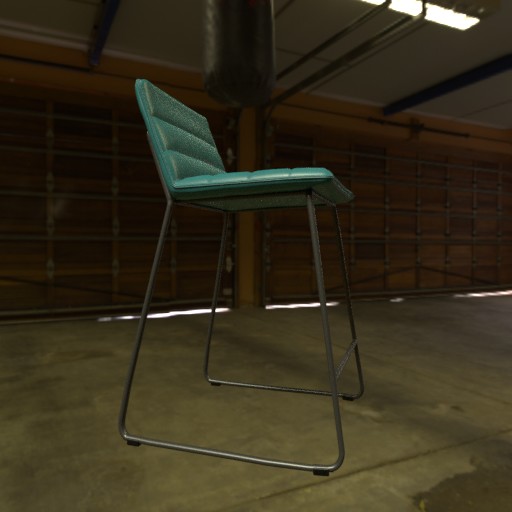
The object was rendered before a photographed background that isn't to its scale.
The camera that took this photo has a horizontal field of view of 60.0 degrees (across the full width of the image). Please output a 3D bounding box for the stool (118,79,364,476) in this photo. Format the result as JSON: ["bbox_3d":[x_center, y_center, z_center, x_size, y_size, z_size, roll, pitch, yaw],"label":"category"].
[{"bbox_3d":[0.000,0.000,1.169,0.524,0.866,0.489,0,1,19],"label":"stool"}]
